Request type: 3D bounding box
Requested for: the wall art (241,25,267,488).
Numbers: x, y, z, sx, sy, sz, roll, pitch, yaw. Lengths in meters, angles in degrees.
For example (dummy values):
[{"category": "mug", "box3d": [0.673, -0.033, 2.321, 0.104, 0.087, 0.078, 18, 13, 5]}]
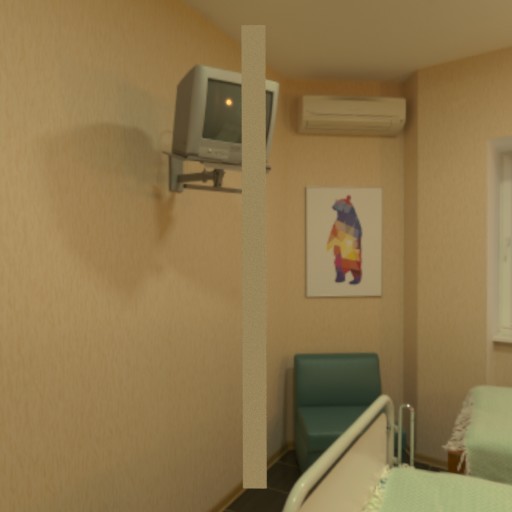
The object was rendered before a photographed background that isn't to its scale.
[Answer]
[{"category": "wall art", "box3d": [0.000, 0.000, 0.746, 0.030, 0.549, 0.443, 0, 1, 1]}]
